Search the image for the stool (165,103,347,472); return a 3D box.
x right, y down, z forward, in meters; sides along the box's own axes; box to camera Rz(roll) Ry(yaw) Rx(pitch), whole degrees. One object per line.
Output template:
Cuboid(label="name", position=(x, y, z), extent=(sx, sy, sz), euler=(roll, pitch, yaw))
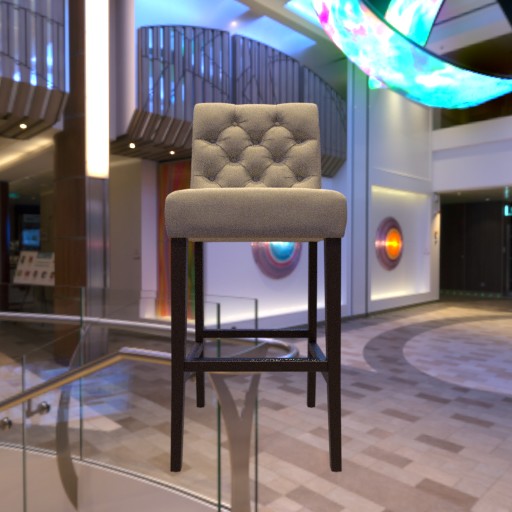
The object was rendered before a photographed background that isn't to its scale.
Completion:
Cuboid(label="stool", position=(0.000, 0.000, 1.447), extent=(0.493, 1.140, 0.601), euler=(0, 1, 0))
